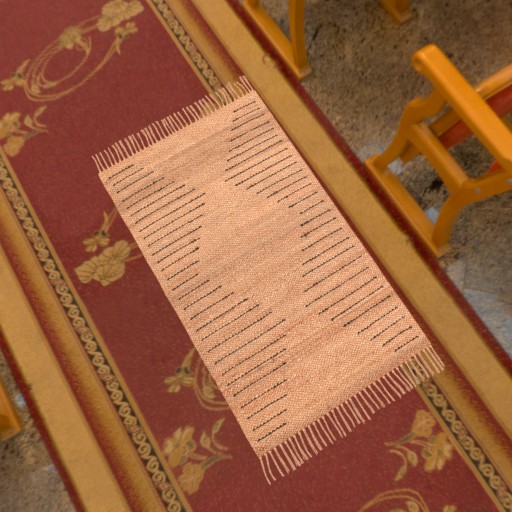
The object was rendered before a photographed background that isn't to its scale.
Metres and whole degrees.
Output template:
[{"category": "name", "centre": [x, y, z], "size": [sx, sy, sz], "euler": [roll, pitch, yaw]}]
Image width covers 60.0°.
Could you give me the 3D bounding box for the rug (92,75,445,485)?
[{"category": "rug", "centre": [0.000, 0.000, 2.039], "size": [0.905, 0.017, 1.718], "euler": [-31, 78, -7]}]
